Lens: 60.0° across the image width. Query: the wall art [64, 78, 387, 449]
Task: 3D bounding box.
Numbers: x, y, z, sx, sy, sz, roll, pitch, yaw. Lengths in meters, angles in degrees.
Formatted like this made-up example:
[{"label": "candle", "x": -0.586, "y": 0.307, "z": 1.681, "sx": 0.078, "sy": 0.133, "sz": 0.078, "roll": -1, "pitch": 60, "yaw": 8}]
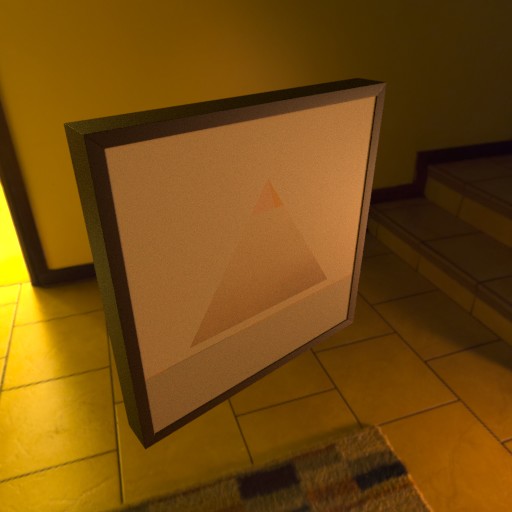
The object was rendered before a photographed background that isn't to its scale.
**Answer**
[{"label": "wall art", "x": 0.000, "y": 0.000, "z": 0.445, "sx": 0.304, "sy": 0.303, "sz": 0.037, "roll": -22, "pitch": 37, "yaw": -33}]
